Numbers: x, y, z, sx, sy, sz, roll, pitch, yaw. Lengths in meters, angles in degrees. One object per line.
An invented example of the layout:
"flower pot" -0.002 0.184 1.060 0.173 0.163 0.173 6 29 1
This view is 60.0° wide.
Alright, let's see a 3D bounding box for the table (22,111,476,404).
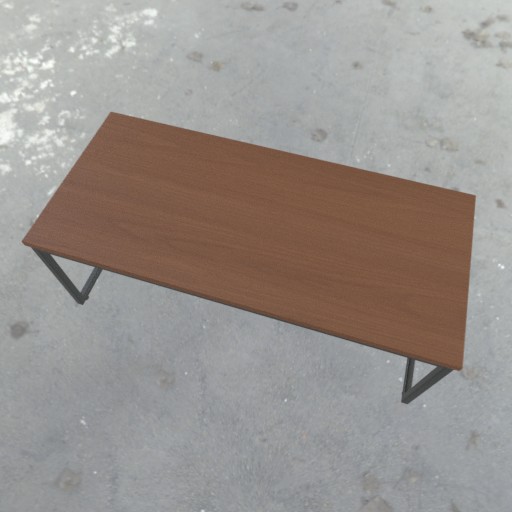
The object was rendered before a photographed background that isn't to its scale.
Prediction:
"table" 0.000 0.000 1.340 1.100 0.400 0.500 15 61 9
